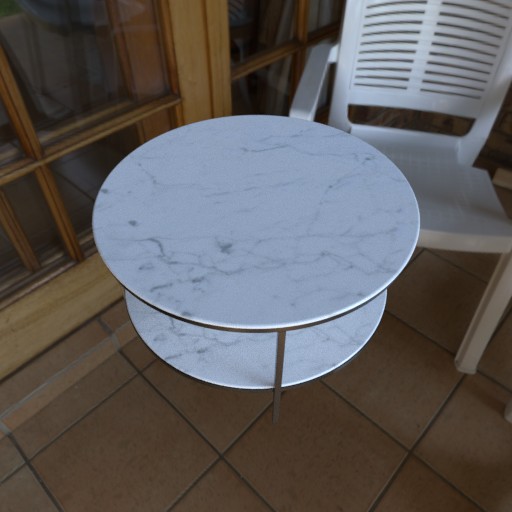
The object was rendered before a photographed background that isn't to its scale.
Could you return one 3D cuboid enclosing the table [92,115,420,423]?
[{"bbox_3d":[0.000,0.000,1.277,0.800,0.450,0.800,0,46,0],"label":"table"}]
